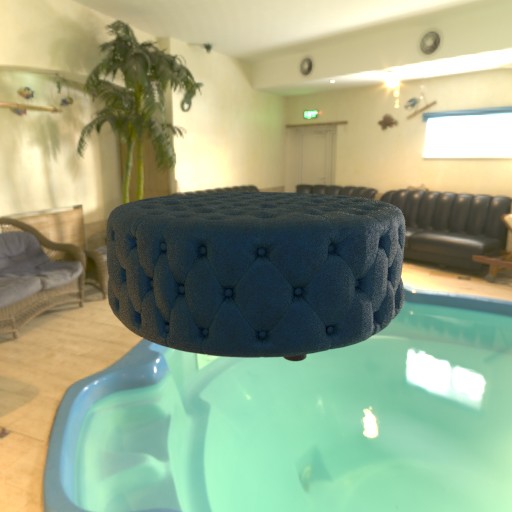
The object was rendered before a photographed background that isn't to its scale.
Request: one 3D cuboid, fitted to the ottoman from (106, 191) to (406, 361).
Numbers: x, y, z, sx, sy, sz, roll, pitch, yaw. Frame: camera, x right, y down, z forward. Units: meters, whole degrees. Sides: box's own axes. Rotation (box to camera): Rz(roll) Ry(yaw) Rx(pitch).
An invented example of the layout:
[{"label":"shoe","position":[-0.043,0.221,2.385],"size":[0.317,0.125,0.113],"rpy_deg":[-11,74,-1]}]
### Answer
[{"label":"ottoman","position":[0.000,0.000,1.561],"size":[0.998,0.398,0.998],"rpy_deg":[0,13,0]}]
